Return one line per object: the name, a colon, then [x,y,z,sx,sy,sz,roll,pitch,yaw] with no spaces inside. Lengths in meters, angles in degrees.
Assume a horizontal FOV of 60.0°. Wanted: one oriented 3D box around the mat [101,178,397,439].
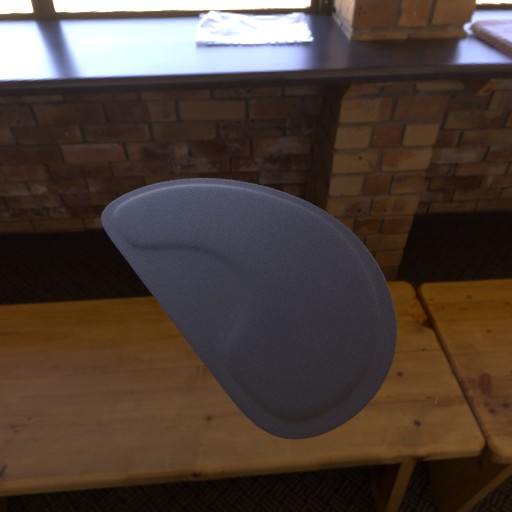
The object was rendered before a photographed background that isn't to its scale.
mat: [0.000,0.000,1.883,0.913,0.013,1.524,-26,48,-26]
